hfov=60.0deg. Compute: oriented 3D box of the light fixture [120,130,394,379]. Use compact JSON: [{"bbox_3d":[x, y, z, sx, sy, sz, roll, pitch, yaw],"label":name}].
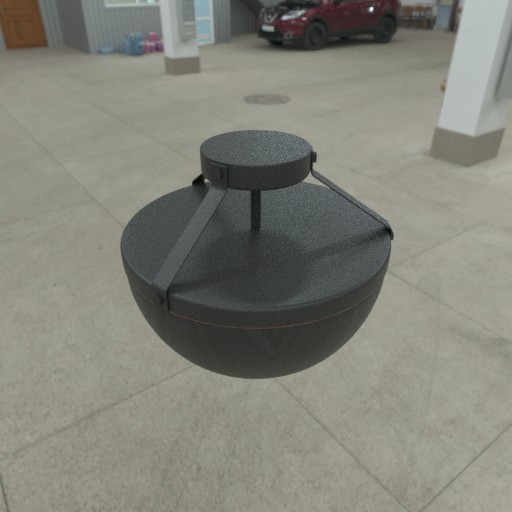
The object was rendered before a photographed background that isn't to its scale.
[{"bbox_3d":[0.000,0.000,0.531,0.304,0.269,0.304,0,32,0],"label":"light fixture"}]
